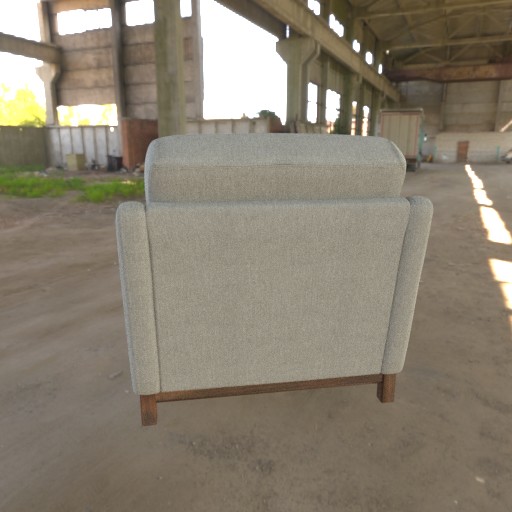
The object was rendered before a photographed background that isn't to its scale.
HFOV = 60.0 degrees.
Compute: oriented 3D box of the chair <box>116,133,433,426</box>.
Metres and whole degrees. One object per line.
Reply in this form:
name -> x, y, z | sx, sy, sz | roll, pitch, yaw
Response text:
chair -> 0.000, 0.000, 1.564 | 0.826, 0.821, 0.892 | -2, 14, -9
